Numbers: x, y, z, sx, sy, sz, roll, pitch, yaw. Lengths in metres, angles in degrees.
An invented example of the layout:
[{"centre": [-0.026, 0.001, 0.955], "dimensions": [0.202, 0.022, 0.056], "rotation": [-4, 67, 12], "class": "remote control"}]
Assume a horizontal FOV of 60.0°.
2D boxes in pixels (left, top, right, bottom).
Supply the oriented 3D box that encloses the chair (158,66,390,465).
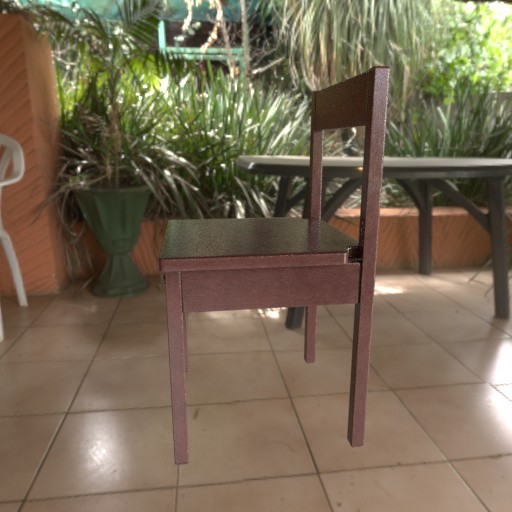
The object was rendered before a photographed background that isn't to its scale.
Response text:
[{"centre": [0.000, 0.000, 0.896], "dimensions": [0.361, 0.668, 0.367], "rotation": [-2, 14, -8], "class": "chair"}]
